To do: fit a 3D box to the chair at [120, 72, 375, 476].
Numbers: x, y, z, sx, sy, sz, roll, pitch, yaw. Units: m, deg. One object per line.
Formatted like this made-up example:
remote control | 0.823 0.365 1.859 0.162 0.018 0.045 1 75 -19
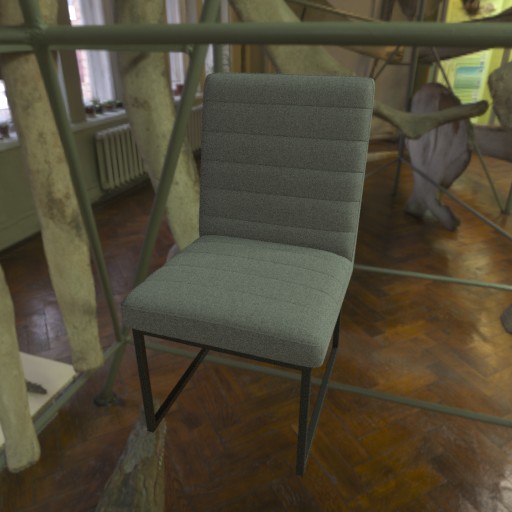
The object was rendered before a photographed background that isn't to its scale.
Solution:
chair | 0.000 0.000 1.266 0.520 0.930 0.634 9 28 17
